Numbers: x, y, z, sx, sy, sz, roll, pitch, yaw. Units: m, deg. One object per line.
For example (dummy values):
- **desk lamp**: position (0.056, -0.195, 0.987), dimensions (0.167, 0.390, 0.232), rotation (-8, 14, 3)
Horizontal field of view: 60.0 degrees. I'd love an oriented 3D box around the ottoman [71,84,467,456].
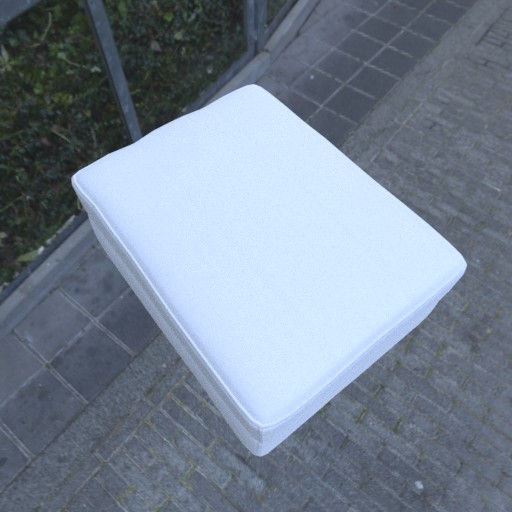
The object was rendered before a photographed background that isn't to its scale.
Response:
- **ottoman**: position (0.000, 0.000, 1.222), dimensions (0.634, 0.479, 0.818), rotation (-34, 65, -19)
